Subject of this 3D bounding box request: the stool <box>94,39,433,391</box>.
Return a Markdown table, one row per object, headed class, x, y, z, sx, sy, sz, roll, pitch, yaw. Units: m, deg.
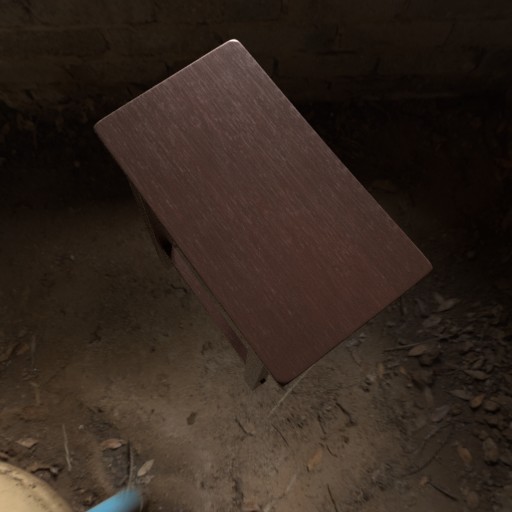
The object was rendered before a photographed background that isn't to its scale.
| class | x | y | z | sx | sy | sz | roll | pitch | yaw |
| --- | --- | --- | --- | --- | --- | --- | --- | --- | --- |
| stool | 0.000 | 0.000 | 0.841 | 0.322 | 0.610 | 0.406 | -36 | 78 | -9 |
